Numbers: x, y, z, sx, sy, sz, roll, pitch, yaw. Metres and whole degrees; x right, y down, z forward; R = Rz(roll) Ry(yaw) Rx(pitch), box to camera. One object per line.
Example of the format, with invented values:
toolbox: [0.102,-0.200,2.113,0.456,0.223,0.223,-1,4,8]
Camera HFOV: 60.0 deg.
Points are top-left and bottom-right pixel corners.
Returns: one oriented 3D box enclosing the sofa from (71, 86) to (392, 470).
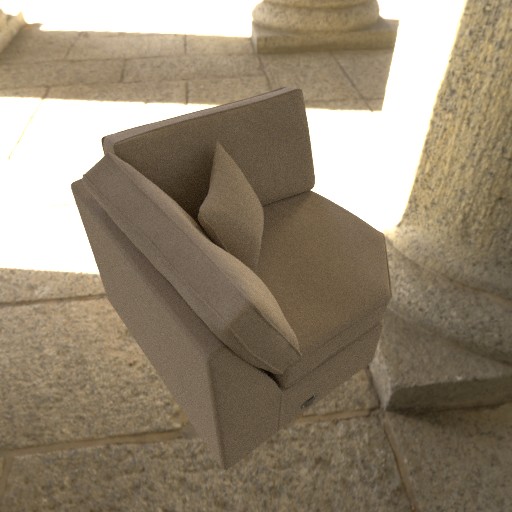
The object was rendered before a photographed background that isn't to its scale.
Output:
sofa: [0.000,0.000,1.821,1.042,0.937,1.050,-26,49,-26]
